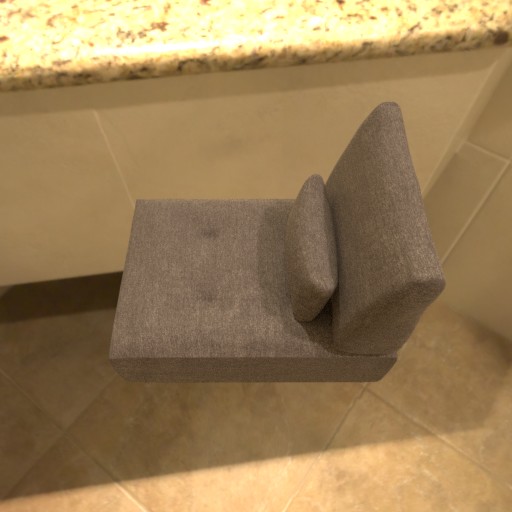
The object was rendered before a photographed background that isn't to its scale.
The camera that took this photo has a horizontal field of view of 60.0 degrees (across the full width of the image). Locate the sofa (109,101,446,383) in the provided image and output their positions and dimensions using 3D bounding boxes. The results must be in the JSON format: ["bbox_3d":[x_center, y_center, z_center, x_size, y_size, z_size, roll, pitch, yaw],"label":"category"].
[{"bbox_3d":[0.000,0.000,1.584,1.000,0.820,0.700,0,58,0],"label":"sofa"}]
